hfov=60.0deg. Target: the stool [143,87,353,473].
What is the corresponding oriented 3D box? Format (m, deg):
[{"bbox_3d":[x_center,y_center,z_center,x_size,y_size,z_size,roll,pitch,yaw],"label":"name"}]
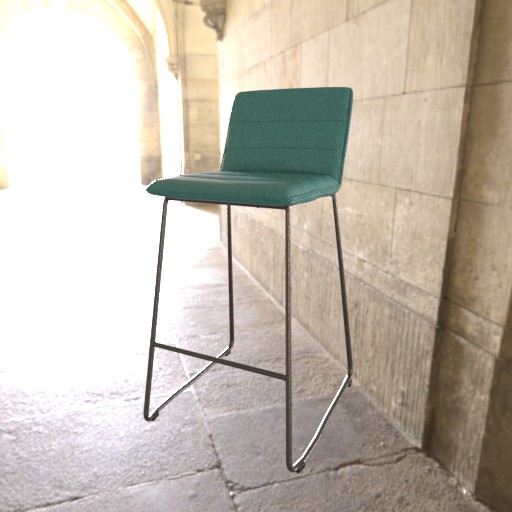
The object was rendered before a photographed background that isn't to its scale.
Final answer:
[{"bbox_3d":[0.000,0.000,1.263,0.489,0.936,0.524,8,17,26],"label":"stool"}]
